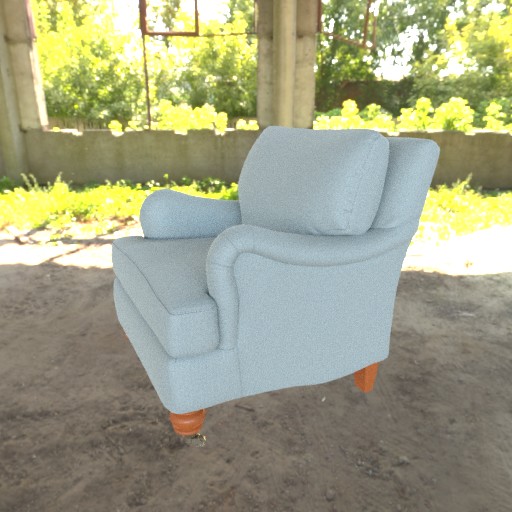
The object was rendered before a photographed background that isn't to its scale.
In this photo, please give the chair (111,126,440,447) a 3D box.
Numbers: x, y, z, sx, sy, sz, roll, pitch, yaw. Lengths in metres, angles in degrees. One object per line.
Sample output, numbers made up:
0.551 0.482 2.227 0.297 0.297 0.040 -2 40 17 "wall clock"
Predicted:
0.000 0.000 1.865 1.070 1.038 0.955 -9 19 -26 "chair"
